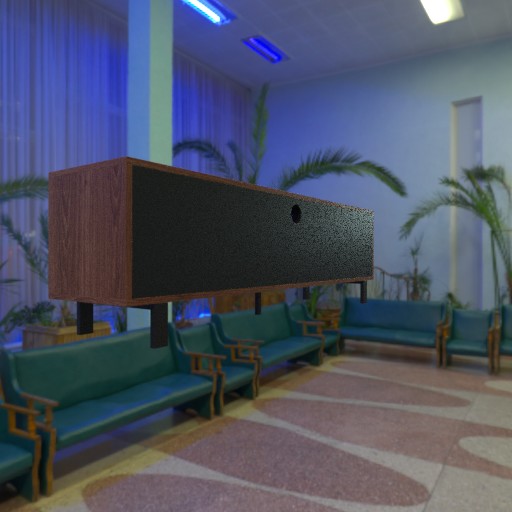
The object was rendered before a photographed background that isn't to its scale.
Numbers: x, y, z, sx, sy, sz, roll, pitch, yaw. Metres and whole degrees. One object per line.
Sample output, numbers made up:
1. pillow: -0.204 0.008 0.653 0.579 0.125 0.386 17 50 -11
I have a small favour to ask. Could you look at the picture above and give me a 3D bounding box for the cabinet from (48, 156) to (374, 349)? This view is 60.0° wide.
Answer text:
1. cabinet: 0.000 0.000 1.897 0.400 0.500 1.650 0 0 36
